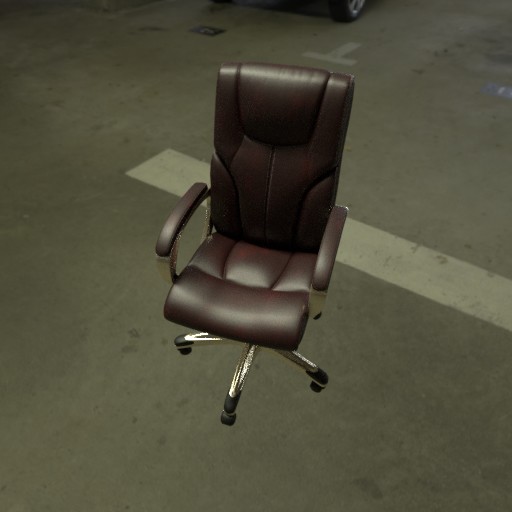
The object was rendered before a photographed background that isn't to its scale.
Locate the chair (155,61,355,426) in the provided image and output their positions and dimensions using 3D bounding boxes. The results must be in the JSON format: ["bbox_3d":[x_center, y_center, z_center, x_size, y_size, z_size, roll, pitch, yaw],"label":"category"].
[{"bbox_3d":[0.000,0.000,1.579,0.662,1.107,0.739,12,42,13],"label":"chair"}]
